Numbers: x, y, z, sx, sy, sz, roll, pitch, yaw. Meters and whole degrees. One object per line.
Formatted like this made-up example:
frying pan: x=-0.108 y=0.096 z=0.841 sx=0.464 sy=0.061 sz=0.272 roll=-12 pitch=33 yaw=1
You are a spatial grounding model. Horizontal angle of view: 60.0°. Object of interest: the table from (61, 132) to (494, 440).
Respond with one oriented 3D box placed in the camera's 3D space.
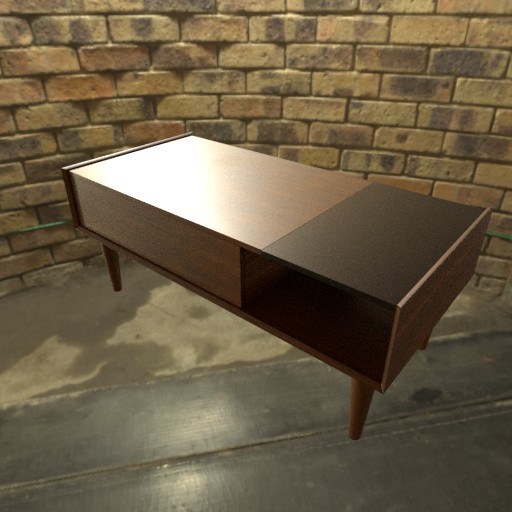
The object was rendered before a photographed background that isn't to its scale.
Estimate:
table: x=0.000 y=0.000 z=1.502 sx=1.221 sy=0.508 sz=0.610 roll=23 pitch=37 yaw=34
